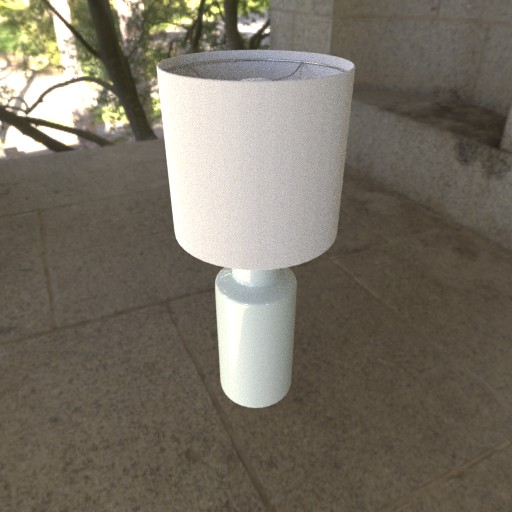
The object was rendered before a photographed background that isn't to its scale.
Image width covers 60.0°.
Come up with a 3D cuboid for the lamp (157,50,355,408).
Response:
[{"bbox_3d":[0.000,0.000,0.610,0.212,0.493,0.212,20,37,29],"label":"lamp"}]
